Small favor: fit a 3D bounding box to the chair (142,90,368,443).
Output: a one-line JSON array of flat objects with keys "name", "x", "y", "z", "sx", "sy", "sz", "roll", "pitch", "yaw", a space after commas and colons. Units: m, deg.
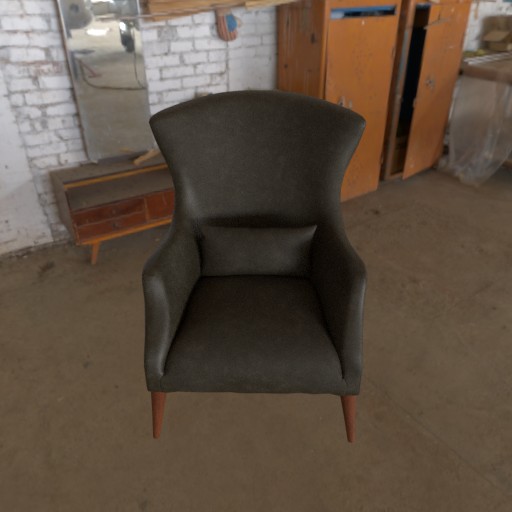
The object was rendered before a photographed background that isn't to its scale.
[{"name": "chair", "x": 0.000, "y": 0.000, "z": 1.760, "sx": 0.819, "sy": 1.068, "sz": 0.954, "roll": 1, "pitch": 32, "yaw": 1}]
